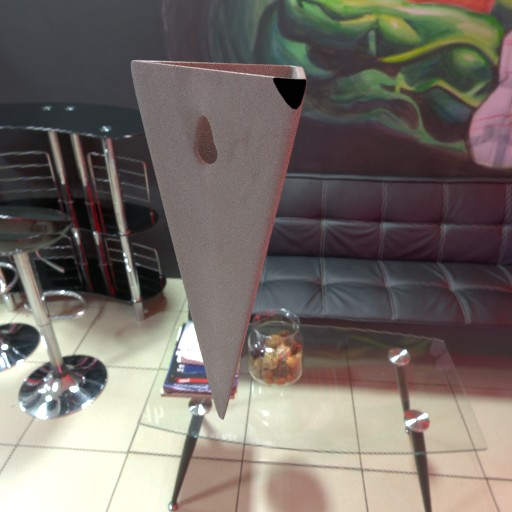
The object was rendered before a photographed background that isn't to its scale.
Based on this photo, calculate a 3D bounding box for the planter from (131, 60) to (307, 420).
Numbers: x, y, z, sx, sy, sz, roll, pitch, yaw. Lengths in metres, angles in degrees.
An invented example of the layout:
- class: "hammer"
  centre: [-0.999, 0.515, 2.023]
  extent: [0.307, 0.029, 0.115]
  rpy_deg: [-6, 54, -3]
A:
- class: "planter"
  centre: [0.000, 0.000, 0.159]
  extent: [0.058, 0.130, 0.047]
  rpy_deg: [21, 36, 32]
